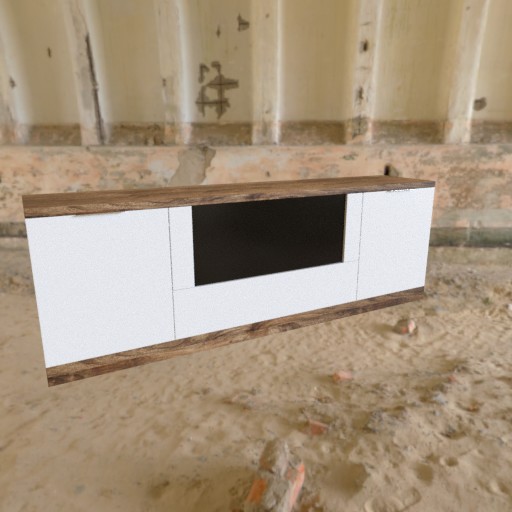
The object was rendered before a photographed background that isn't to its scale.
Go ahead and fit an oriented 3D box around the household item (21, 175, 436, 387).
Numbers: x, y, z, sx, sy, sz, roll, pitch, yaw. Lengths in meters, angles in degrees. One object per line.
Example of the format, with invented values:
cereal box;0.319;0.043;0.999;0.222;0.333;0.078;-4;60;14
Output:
household item;0.000;0.000;1.997;1.800;0.615;0.390;-8;17;-27
